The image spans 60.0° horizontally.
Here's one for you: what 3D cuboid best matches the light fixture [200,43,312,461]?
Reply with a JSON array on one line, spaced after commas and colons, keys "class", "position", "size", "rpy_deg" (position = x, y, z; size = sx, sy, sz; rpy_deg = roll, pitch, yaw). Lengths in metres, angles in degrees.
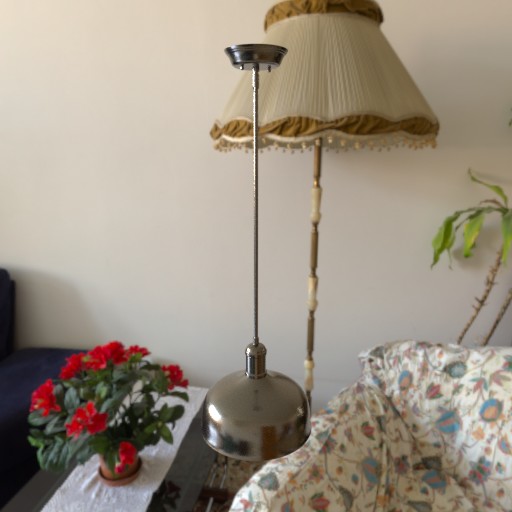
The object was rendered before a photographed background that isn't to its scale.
[{"class": "light fixture", "position": [0.000, 0.000, 1.093], "size": [0.299, 0.935, 0.299], "rpy_deg": [-7, 15, -25]}]
